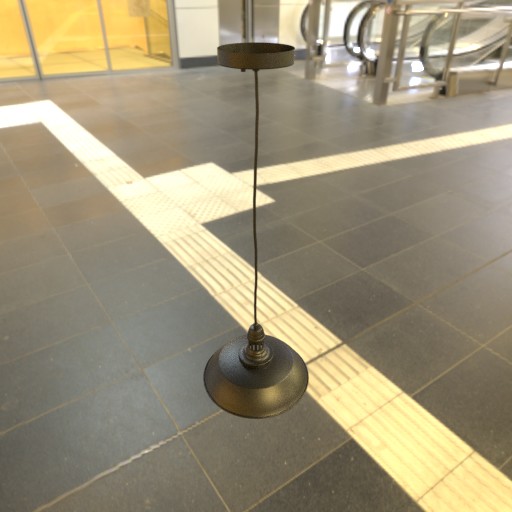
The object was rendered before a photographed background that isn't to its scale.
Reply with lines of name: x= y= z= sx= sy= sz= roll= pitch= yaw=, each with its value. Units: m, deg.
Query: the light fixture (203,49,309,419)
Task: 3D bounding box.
light fixture: x=0.000 y=0.000 z=1.158 sx=0.331 sy=0.993 sz=0.331 roll=21 pitch=38 yaw=30
